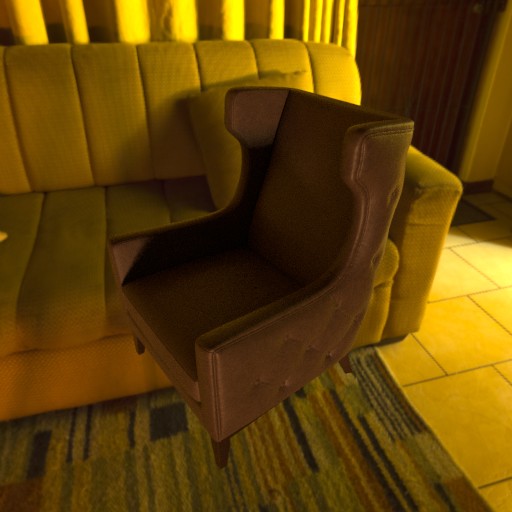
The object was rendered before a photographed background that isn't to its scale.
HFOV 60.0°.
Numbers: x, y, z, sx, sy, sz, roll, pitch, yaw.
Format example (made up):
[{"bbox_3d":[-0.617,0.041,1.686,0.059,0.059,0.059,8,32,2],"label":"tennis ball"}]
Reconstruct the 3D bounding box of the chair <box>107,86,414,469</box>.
[{"bbox_3d":[0.000,0.000,1.675,0.899,1.079,0.769,-22,38,-30],"label":"chair"}]
